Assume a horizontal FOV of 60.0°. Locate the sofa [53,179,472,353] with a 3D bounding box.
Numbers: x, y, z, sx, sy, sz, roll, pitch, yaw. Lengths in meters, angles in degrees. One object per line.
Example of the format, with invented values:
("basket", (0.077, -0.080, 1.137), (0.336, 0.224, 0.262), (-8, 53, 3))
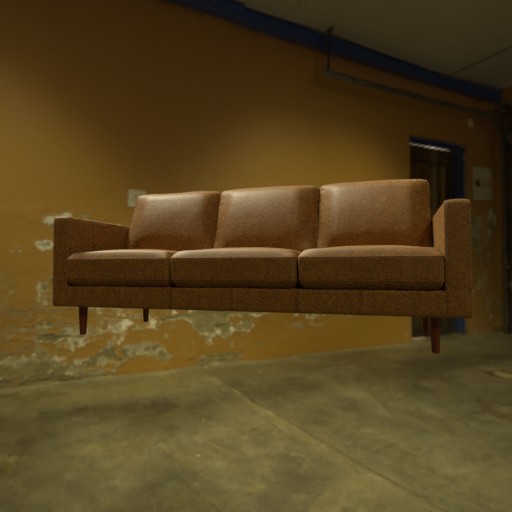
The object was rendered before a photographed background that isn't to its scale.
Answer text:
("sofa", (0.000, 0.000, 2.653), (2.231, 0.930, 0.903), (-1, -2, 17))
